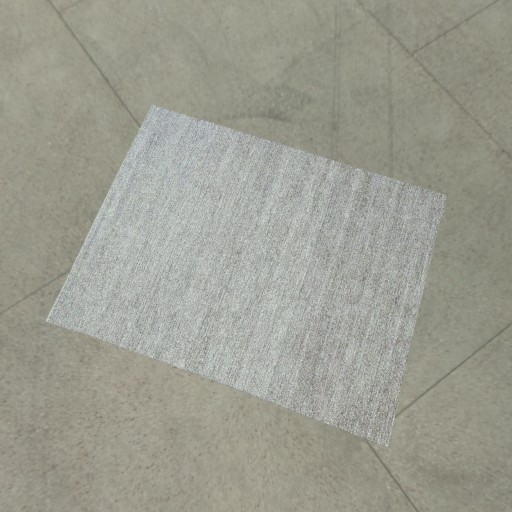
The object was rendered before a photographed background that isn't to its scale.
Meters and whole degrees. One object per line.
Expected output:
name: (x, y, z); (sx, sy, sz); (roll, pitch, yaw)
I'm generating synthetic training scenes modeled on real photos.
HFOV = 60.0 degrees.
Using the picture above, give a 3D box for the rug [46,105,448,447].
rug: (0.000, 0.000, 4.194); (3.202, 0.045, 2.434); (19, 74, 5)
